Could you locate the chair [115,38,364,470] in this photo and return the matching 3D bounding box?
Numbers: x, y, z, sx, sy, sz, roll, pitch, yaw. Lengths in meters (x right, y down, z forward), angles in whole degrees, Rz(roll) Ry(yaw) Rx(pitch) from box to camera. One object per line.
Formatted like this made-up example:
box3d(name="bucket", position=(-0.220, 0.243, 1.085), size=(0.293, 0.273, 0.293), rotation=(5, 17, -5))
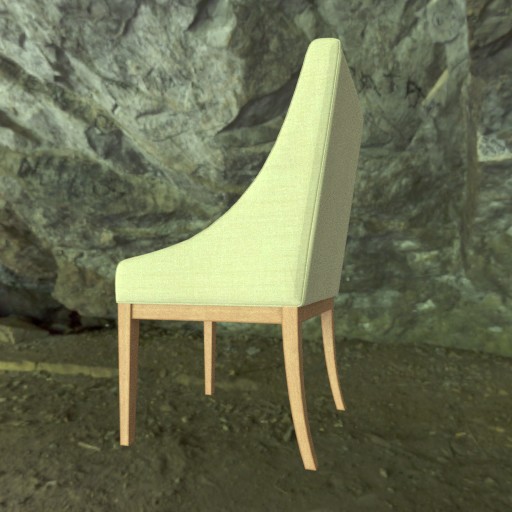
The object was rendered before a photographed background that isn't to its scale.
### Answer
box3d(name="chair", position=(0.000, 0.000, 1.365), size=(0.611, 1.021, 0.575), rotation=(-1, -2, 19))
